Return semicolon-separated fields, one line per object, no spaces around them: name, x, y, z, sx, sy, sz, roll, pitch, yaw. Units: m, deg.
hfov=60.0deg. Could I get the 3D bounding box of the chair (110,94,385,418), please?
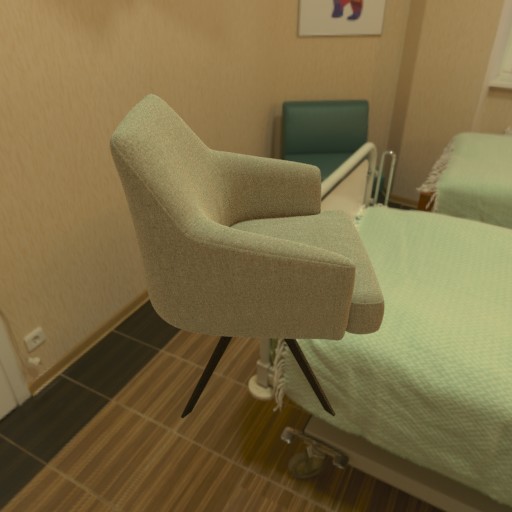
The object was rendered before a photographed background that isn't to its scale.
chair;0.000;0.000;1.353;0.677;0.874;0.642;0;32;-1
